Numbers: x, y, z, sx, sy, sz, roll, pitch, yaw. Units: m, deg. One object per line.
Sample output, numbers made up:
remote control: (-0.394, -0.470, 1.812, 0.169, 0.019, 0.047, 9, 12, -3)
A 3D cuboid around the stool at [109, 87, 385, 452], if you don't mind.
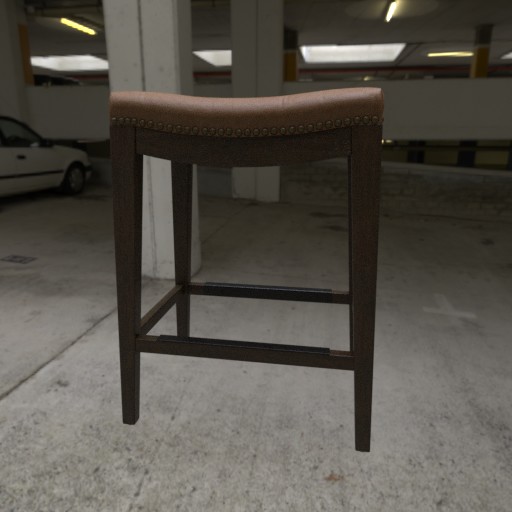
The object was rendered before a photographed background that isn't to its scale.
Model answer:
stool: (0.000, 0.000, 0.962, 0.500, 0.660, 0.361, 3, 16, 10)
